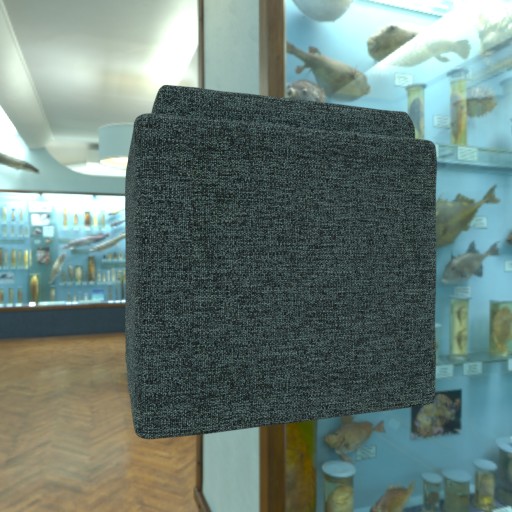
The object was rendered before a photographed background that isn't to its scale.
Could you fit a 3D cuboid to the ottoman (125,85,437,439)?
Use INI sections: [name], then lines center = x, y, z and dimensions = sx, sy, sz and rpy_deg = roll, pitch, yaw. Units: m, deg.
[ottoman]
center = 0.000, 0.000, 0.807
dimensions = 0.450, 0.463, 0.450
rpy_deg = 0, 1, -18
